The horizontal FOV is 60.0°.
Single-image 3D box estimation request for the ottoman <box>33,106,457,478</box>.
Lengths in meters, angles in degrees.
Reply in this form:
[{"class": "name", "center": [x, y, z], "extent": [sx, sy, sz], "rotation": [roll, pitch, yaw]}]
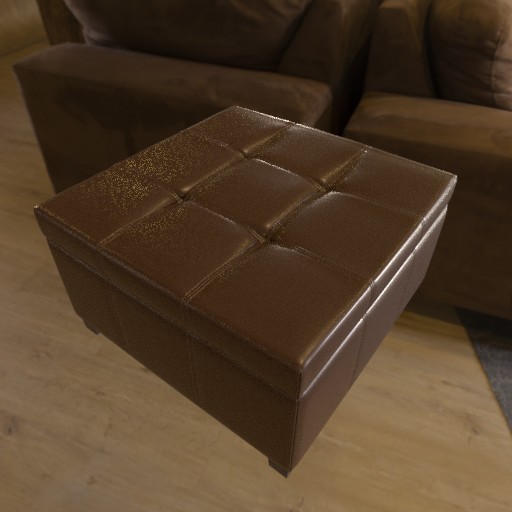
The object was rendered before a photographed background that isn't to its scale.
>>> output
[{"class": "ottoman", "center": [0.000, 0.000, 1.264], "extent": [0.787, 0.460, 0.788], "rotation": [27, 48, 27]}]
